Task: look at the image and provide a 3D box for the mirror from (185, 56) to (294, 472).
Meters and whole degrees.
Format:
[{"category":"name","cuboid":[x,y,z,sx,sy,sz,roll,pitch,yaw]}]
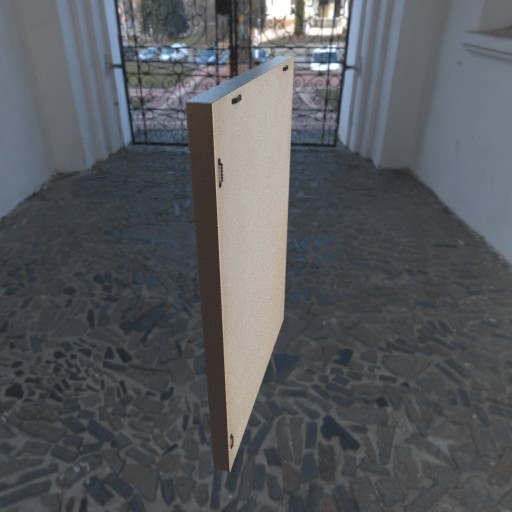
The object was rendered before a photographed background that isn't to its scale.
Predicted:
[{"category":"mirror","cuboid":[0.000,0.000,0.920,0.040,0.710,0.507,8,31,13]}]
